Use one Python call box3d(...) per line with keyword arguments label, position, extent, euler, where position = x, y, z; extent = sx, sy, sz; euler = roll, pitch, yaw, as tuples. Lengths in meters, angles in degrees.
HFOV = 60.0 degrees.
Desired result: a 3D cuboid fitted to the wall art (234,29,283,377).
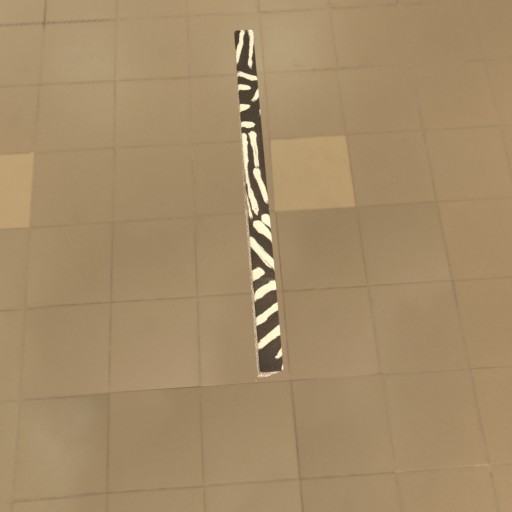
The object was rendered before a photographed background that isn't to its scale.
box3d(label="wall art", position=(0.000, 0.000, 1.179), extent=(0.035, 0.918, 0.615), euler=(-4, 74, -1))
